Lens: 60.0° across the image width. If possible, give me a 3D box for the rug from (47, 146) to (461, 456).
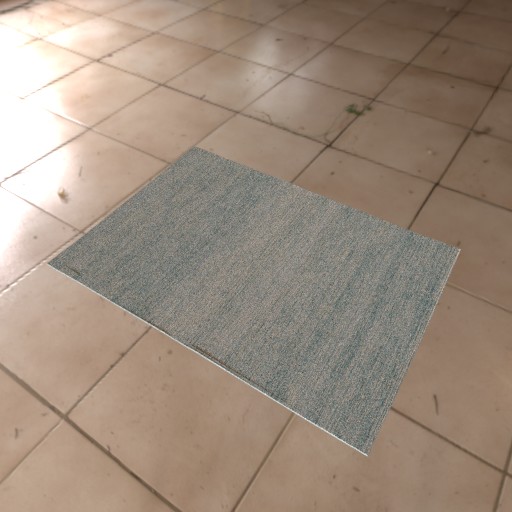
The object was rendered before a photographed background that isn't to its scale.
[{"bbox_3d":[0.000,0.000,2.987,2.306,0.030,1.613,25,53,21],"label":"rug"}]
